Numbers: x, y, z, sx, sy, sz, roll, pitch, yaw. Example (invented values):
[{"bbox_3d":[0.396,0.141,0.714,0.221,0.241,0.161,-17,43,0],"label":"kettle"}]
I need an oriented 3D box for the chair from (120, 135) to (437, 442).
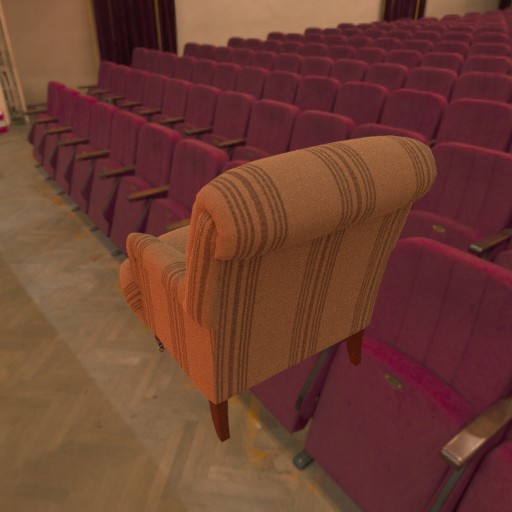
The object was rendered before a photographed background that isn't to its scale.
[{"bbox_3d":[0.000,0.000,1.607,0.813,0.940,0.914,-19,34,-30],"label":"chair"}]
